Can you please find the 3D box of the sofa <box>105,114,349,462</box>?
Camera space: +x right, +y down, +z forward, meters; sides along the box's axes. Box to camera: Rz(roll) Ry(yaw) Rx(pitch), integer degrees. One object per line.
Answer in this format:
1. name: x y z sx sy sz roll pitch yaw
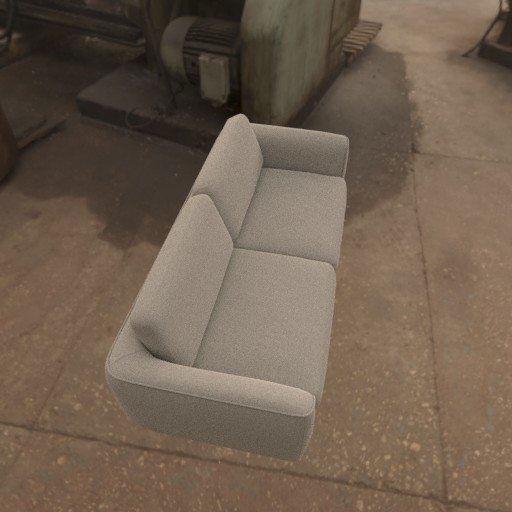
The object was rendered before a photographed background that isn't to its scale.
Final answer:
1. sofa: 0.000 0.000 2.470 0.920 0.850 2.000 9 47 8
